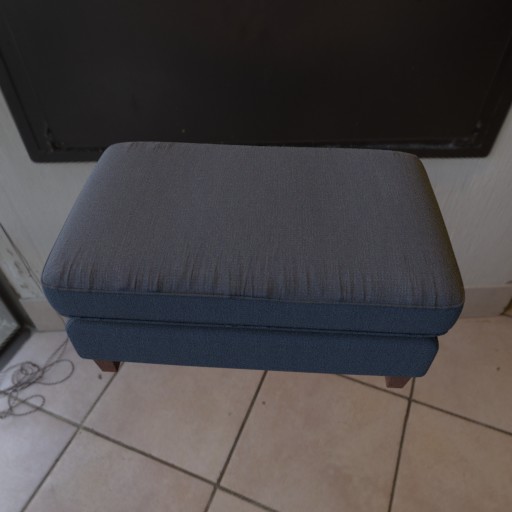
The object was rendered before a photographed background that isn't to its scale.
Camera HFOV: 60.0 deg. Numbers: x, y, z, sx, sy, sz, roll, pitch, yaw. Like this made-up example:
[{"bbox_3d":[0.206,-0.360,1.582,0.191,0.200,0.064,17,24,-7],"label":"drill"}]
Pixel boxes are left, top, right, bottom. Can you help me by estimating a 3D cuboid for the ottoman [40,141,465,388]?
[{"bbox_3d":[0.000,0.000,1.192,0.885,0.438,0.570,3,47,2],"label":"ottoman"}]
